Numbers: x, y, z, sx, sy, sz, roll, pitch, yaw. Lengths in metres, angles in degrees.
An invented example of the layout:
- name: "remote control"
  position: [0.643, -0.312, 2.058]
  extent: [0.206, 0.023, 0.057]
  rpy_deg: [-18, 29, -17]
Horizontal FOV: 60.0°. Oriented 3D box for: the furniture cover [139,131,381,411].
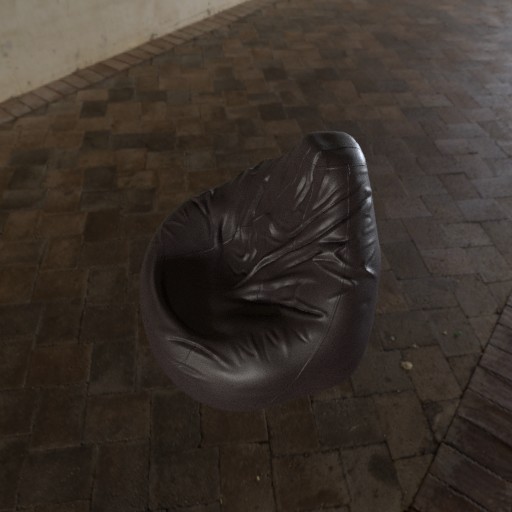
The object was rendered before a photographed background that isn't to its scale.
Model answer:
- name: "furniture cover"
  position: [0.000, 0.000, 1.922]
  extent: [1.070, 0.990, 1.070]
  rpy_deg: [-15, 48, -14]
